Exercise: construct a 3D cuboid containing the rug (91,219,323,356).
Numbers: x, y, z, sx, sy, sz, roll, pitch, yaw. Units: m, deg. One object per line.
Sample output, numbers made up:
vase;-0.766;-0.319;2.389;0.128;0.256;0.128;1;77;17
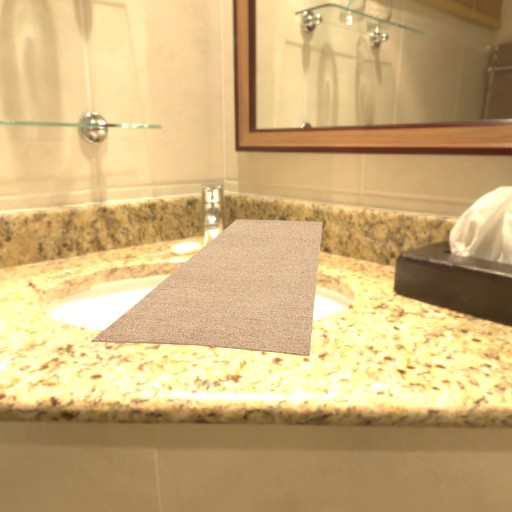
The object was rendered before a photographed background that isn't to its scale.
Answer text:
rug;0.000;0.000;2.513;0.712;0.013;2.346;2;15;9
